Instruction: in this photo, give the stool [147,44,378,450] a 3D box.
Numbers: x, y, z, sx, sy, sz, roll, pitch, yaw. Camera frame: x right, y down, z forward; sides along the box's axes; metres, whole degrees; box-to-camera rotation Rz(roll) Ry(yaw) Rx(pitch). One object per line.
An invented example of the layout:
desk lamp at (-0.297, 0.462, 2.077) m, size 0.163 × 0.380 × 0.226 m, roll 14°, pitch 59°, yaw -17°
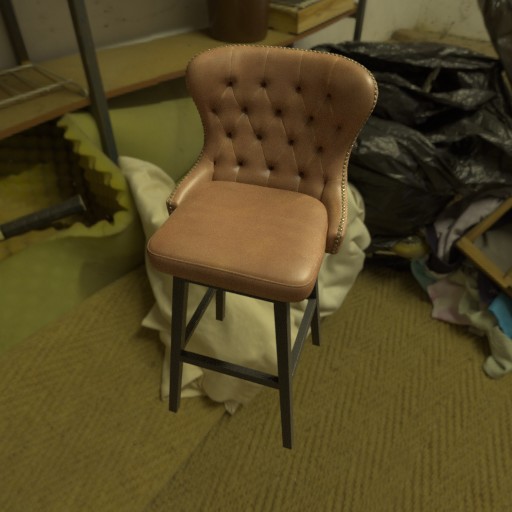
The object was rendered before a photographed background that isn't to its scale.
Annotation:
stool at (0.000, 0.000, 1.355) m, size 0.528 × 1.050 × 0.601 m, roll 12°, pitch 43°, yaw 14°
